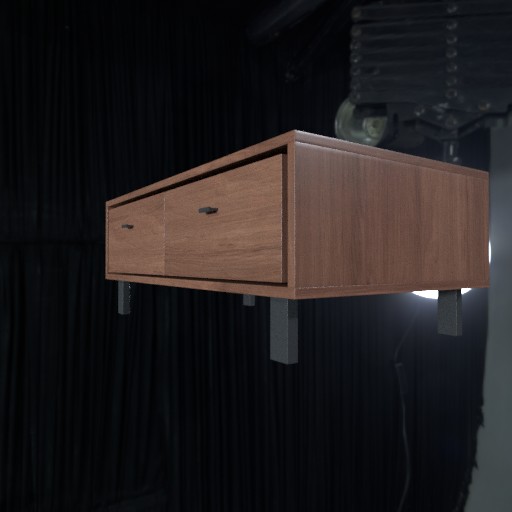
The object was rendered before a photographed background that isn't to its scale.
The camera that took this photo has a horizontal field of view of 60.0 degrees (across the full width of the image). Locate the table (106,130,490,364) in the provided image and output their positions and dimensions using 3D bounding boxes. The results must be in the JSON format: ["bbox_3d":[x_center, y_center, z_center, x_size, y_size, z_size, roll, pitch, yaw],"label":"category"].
[{"bbox_3d":[0.000,0.000,1.269,0.600,0.380,1.020,1,-1,-35],"label":"table"}]
